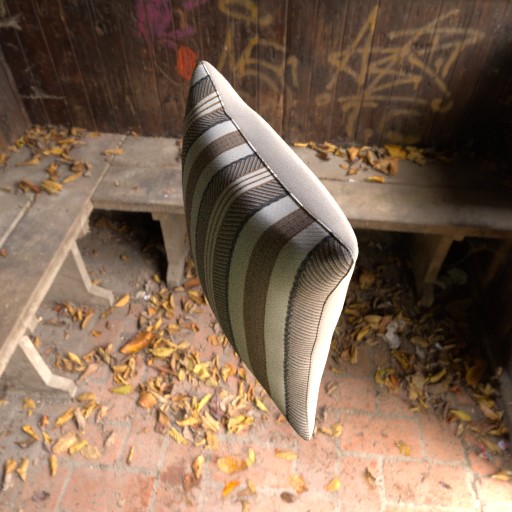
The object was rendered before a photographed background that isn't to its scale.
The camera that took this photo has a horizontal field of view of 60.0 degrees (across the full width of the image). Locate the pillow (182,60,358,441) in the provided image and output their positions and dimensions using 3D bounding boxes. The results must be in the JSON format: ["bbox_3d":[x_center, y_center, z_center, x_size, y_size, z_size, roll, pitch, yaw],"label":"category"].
[{"bbox_3d":[0.000,0.000,0.636,0.173,0.401,0.416,-17,49,-15],"label":"pillow"}]
